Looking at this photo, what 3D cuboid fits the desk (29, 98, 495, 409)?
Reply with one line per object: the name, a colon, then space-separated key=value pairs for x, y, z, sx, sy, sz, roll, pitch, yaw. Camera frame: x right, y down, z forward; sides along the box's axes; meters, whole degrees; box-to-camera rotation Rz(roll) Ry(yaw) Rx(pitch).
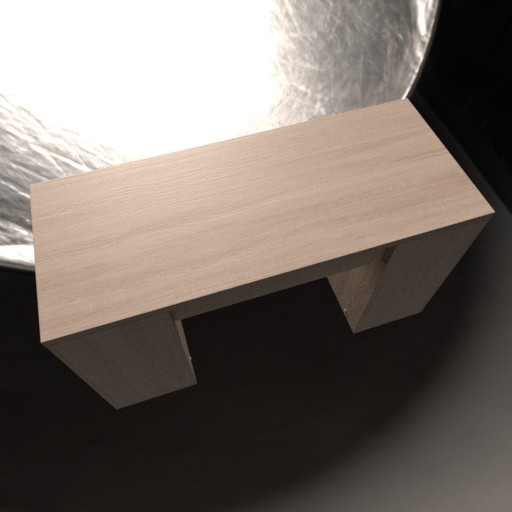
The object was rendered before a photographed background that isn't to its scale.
desk: x=0.000 y=0.000 z=1.741 sx=1.390 sy=0.740 sz=0.600 roll=-16 pitch=59 yaw=-9
